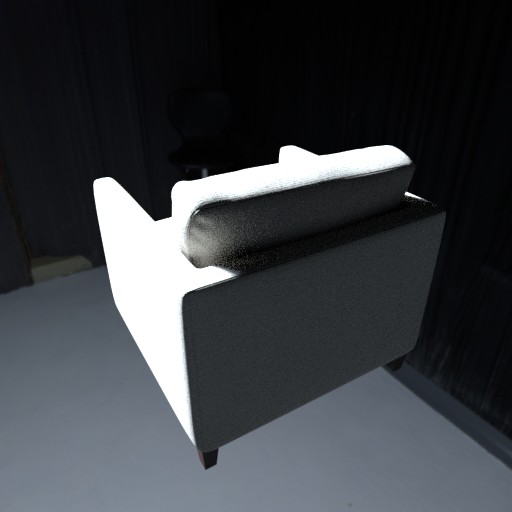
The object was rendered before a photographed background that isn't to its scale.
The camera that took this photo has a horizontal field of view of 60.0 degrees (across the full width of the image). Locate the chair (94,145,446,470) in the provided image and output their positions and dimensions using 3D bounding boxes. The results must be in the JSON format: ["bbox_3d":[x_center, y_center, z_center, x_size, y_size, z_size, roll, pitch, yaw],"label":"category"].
[{"bbox_3d":[0.000,0.000,1.752,0.996,0.919,0.959,-17,34,-27],"label":"chair"}]
